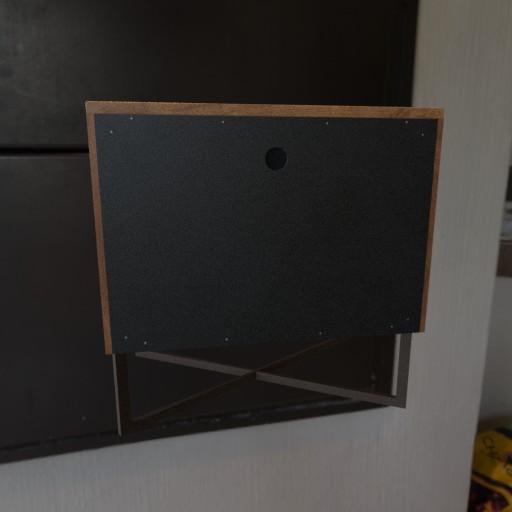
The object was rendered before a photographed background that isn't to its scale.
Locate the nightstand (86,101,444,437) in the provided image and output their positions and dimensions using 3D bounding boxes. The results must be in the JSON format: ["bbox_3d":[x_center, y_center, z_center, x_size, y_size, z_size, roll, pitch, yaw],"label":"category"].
[{"bbox_3d":[0.000,0.000,1.016,0.613,0.615,0.427,-2,13,-9],"label":"nightstand"}]
